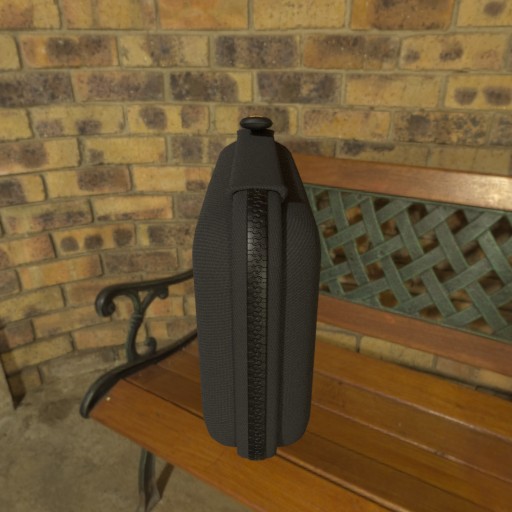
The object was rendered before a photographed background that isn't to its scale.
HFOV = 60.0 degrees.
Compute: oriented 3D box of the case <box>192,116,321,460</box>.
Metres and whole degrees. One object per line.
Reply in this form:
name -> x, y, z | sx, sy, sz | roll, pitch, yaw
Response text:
case -> 0.000, 0.000, 0.182 | 0.038, 0.105, 0.132 | 0, 25, 0
